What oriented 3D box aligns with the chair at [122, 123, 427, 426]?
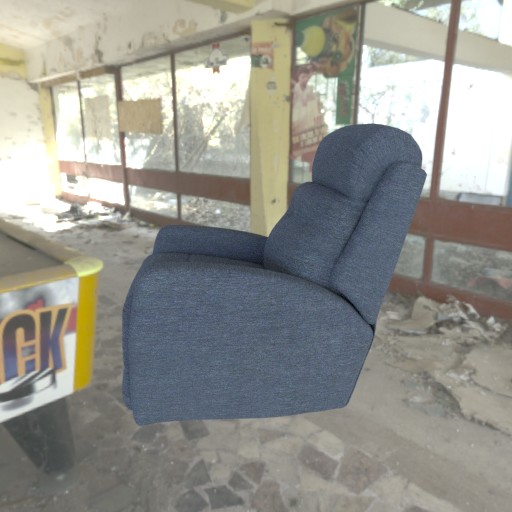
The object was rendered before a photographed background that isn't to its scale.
[{"bbox_3d":[0.000,0.000,1.775,1.043,1.013,0.798,-2,15,-7],"label":"chair"}]
